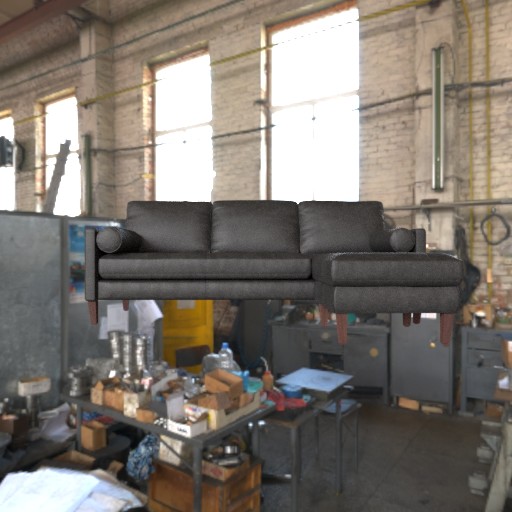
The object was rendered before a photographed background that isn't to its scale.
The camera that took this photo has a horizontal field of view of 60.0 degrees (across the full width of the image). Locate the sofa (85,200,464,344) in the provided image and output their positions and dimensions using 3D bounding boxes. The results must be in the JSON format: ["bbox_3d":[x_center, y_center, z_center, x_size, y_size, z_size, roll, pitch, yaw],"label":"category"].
[{"bbox_3d":[0.000,0.000,2.874,2.178,0.876,1.497,0,0,-1],"label":"sofa"}]
